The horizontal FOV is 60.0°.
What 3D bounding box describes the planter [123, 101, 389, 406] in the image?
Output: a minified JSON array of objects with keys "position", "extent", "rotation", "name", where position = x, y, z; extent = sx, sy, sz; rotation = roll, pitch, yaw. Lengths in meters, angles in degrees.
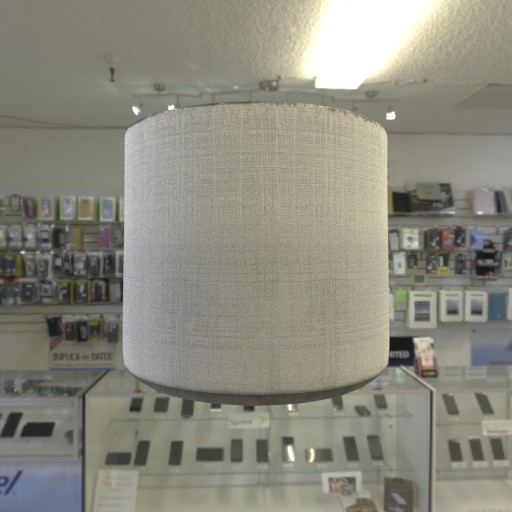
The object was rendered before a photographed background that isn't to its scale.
[{"position":[0.000,0.000,0.392],"extent":[0.226,0.201,0.226],"rotation":[0,1,0],"name":"planter"}]
